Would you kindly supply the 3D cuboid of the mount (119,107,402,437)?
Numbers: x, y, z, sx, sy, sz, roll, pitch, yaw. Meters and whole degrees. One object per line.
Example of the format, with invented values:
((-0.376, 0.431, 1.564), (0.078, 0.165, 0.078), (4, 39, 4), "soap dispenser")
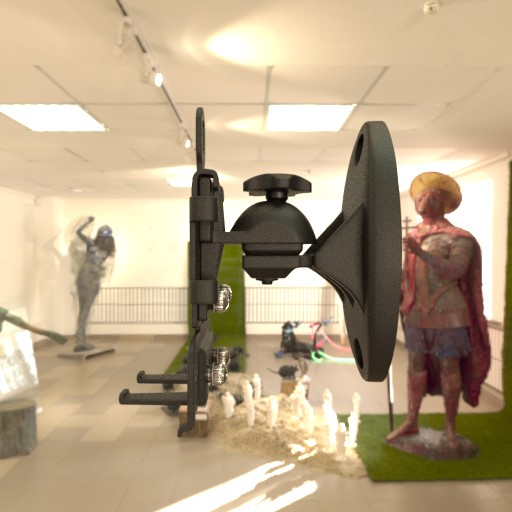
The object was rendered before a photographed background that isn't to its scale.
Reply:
((0.000, 0.000, 0.178), (0.100, 0.118, 0.066), (0, 0, -1), "mount")
